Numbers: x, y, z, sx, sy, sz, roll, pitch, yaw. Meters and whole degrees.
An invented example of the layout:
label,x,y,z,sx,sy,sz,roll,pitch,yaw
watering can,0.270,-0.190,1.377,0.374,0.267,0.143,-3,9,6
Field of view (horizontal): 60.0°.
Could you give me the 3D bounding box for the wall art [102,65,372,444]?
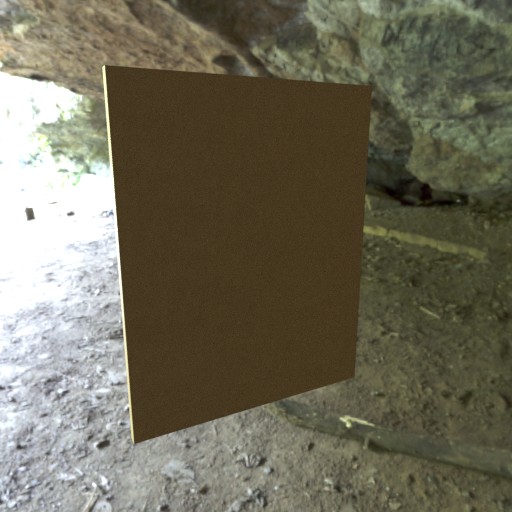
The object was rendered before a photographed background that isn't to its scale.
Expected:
label,x,y,z,sx,sy,sz,roll,pitch,yaw
wall art,0.000,0.000,1.329,0.798,1.002,0.030,-7,16,-27
